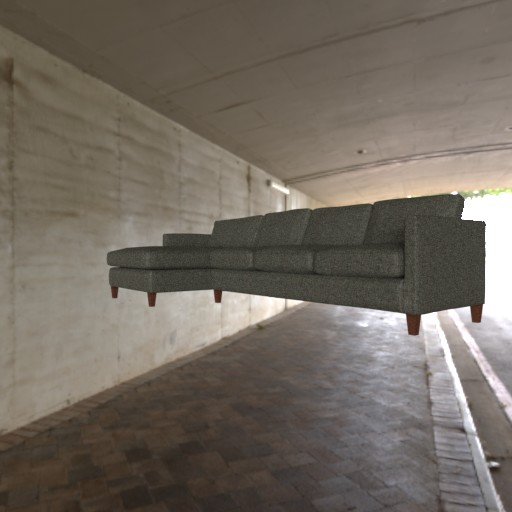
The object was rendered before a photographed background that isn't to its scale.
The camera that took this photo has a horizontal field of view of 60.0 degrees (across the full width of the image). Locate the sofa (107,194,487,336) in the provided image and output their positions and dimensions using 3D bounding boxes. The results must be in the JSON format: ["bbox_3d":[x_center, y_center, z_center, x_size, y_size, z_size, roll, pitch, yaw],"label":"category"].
[{"bbox_3d":[0.000,0.000,4.108,1.635,0.960,3.485,0,1,-38],"label":"sofa"}]
